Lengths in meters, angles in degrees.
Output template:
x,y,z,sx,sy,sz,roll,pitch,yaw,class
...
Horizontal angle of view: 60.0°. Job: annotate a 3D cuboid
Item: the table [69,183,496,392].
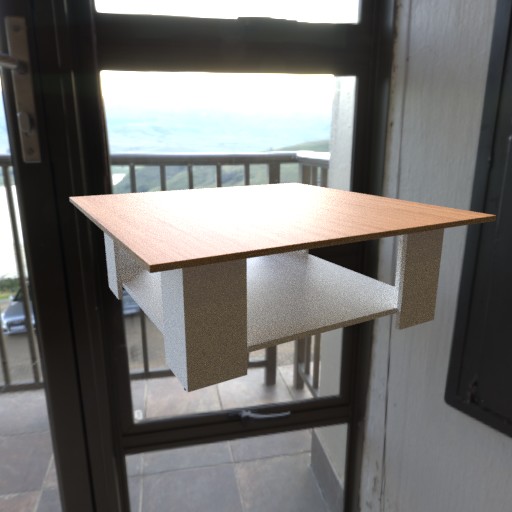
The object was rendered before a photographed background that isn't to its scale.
x,y,z,sx,sy,sz,roll,pitch,yaw,class
0.000,0.000,1.320,0.890,0.305,0.890,-9,18,-28,table
